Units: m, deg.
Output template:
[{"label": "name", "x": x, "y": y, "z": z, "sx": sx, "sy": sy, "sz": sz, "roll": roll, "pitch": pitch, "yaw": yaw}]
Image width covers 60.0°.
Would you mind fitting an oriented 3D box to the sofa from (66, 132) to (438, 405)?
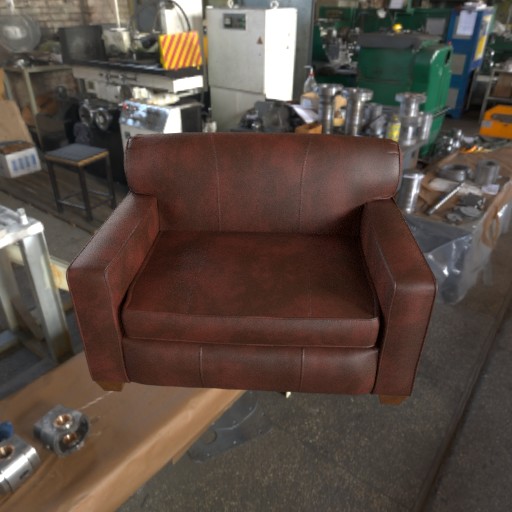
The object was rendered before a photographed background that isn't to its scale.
[{"label": "sofa", "x": 0.000, "y": 0.000, "z": 2.082, "sx": 1.413, "sy": 0.956, "sz": 1.000, "roll": 2, "pitch": 30, "yaw": 3}]
